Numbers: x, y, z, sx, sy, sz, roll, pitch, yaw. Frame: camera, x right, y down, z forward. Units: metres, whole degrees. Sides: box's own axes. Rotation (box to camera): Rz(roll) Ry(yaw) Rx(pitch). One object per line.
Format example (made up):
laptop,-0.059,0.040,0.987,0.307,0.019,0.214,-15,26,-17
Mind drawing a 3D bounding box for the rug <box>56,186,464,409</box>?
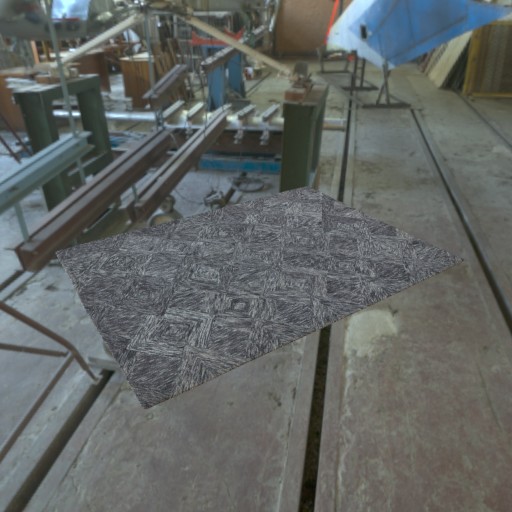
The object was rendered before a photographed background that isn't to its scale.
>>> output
rug,0.000,0.000,5.440,4.093,0.020,2.997,-18,35,-29
